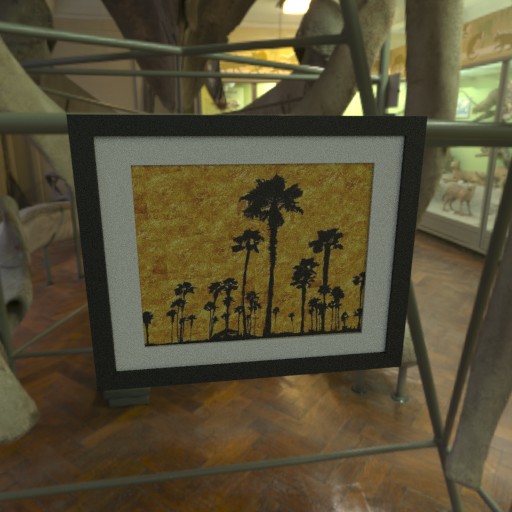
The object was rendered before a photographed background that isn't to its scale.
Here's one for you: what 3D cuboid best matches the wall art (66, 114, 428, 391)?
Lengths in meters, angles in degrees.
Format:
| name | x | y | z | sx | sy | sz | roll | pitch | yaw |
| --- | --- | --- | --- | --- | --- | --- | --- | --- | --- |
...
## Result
| name | x | y | z | sx | sy | sz | roll | pitch | yaw |
| --- | --- | --- | --- | --- | --- | --- | --- | --- | --- |
| wall art | 0.000 | 0.000 | 0.759 | 0.561 | 0.460 | 0.028 | -2 | 17 | -8 |
